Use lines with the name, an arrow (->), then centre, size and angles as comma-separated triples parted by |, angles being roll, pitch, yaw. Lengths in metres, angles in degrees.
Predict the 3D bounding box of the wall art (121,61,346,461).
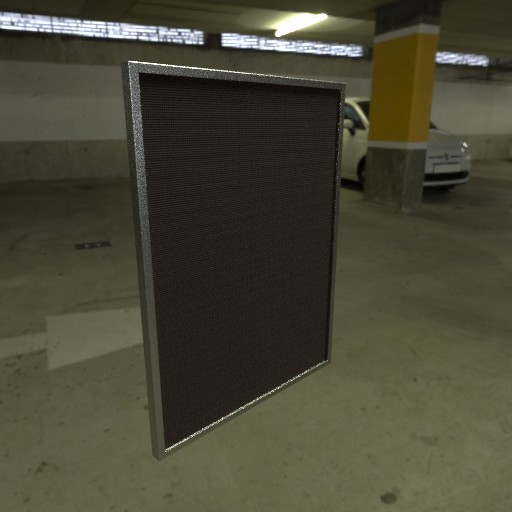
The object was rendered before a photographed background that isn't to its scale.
wall art -> 0.000, 0.000, 1.397 | 0.801, 1.062, 0.037 | -15, 22, -41
